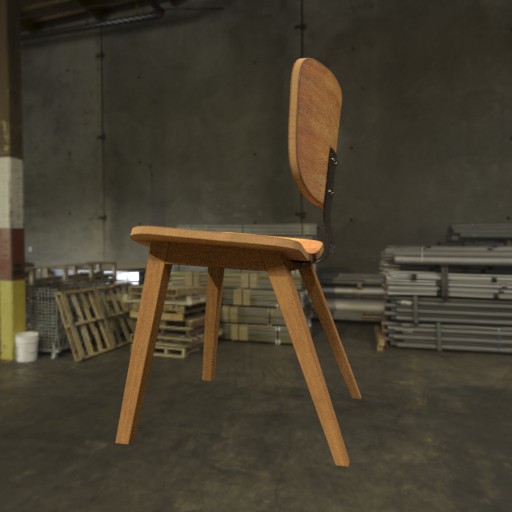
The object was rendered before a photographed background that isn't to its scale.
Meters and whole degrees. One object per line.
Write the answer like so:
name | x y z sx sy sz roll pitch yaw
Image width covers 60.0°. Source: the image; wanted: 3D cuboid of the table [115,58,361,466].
table | 0.000 0.000 1.123 0.500 0.805 0.499 0 1 17
